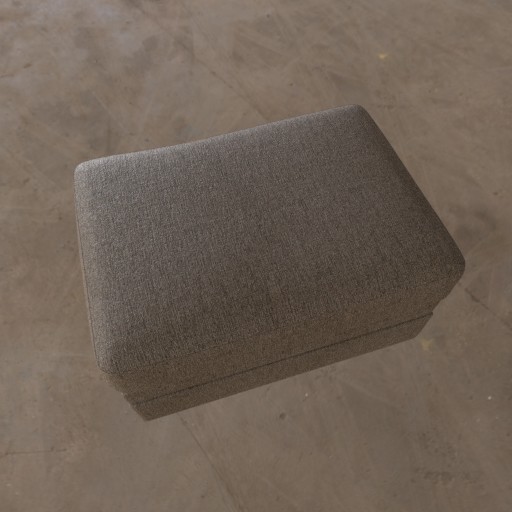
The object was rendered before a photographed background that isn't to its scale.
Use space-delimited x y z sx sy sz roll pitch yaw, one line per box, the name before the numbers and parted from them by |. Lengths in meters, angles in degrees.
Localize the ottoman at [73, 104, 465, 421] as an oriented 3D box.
ottoman | 0.000 0.000 1.270 0.885 0.478 0.637 -15 59 -9
